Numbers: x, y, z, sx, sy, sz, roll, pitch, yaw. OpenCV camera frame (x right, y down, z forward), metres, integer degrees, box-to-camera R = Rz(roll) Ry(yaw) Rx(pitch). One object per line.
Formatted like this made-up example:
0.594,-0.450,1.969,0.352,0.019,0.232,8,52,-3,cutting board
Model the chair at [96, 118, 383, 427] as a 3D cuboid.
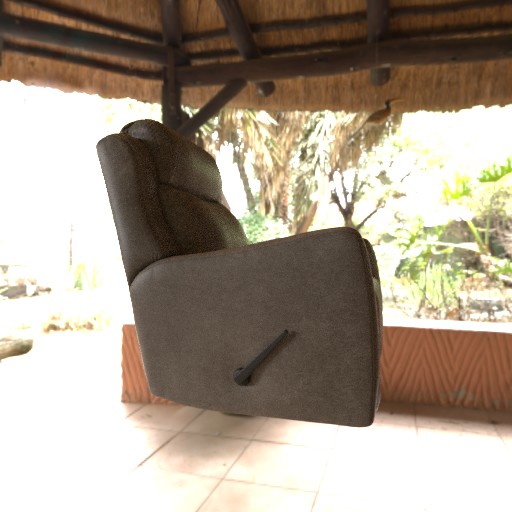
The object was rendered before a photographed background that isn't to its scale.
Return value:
0.000,0.000,1.938,1.068,1.116,0.967,0,-1,17,chair
